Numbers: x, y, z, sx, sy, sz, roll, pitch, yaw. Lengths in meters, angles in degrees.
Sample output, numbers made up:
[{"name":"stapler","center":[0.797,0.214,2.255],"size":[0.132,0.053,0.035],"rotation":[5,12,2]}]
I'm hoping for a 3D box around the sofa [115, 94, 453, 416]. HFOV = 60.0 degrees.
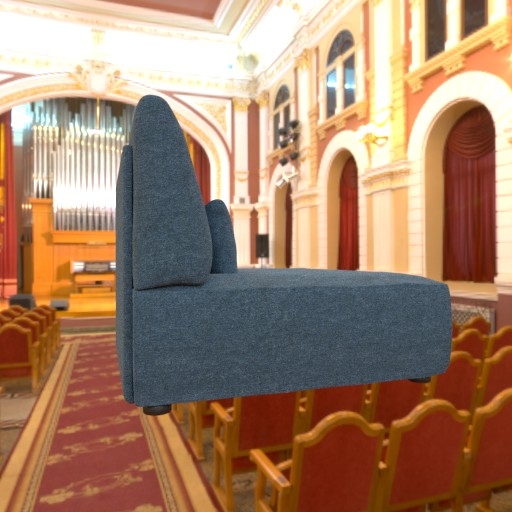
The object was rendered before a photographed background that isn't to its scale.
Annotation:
[{"name":"sofa","center":[0.000,0.000,1.682],"size":[1.000,0.820,0.930],"rotation":[0,0,-19]}]
